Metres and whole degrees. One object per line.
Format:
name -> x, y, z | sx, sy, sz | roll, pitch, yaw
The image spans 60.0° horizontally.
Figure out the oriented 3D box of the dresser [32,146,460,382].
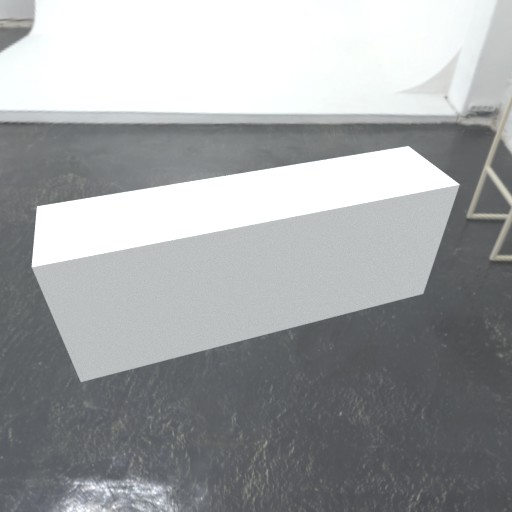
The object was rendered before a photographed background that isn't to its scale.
dresser -> 0.000, 0.000, 2.625 | 2.200, 0.840, 0.500 | -12, 41, -14
